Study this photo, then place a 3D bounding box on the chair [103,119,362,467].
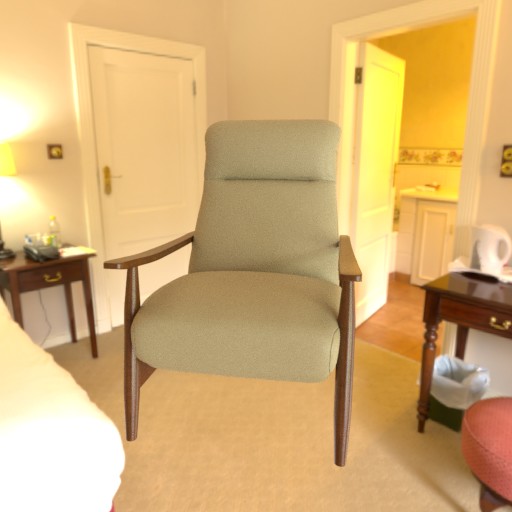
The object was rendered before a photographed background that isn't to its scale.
[{"bbox_3d":[0.000,0.000,1.763,0.762,1.082,1.014,2,14,10],"label":"chair"}]
